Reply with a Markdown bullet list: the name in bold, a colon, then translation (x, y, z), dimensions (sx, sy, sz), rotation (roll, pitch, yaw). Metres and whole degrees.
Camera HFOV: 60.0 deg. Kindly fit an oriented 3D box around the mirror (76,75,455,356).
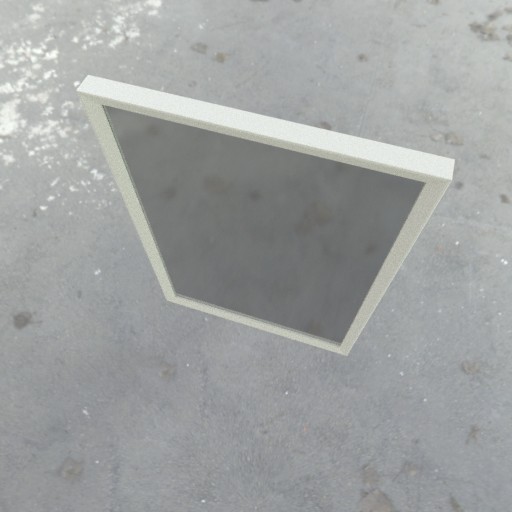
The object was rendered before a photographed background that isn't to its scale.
- **mirror**: translation (0.000, 0.000, 0.887), dimensions (0.507, 0.710, 0.039), rotation (16, 62, 9)
